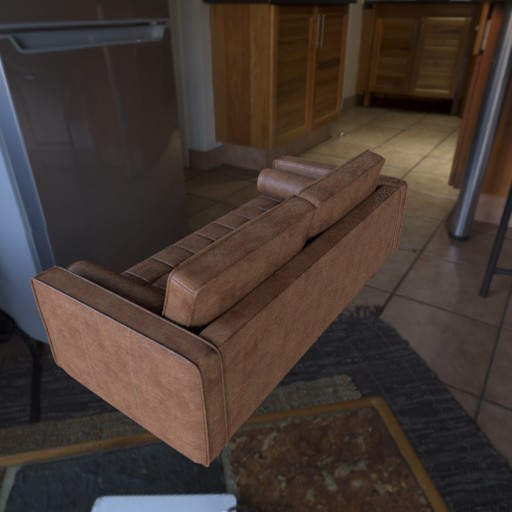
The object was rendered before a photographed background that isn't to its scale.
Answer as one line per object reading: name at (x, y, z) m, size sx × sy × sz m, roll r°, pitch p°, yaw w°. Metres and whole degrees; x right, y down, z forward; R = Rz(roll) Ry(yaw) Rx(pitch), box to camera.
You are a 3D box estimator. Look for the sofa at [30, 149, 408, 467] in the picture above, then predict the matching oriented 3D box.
sofa at (0.000, 0.000, 2.310) m, size 0.924 × 0.825 × 1.920 m, roll 20°, pitch 36°, yaw 30°
